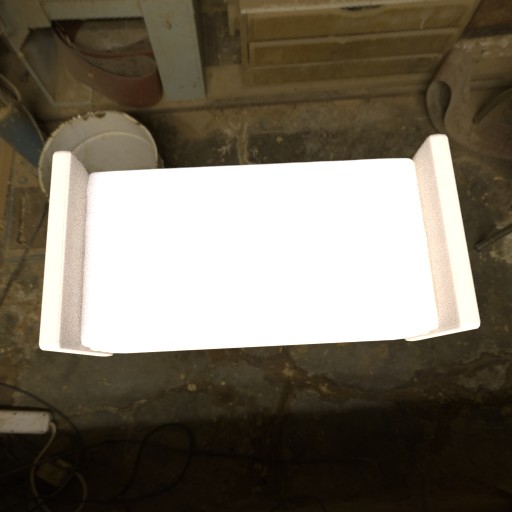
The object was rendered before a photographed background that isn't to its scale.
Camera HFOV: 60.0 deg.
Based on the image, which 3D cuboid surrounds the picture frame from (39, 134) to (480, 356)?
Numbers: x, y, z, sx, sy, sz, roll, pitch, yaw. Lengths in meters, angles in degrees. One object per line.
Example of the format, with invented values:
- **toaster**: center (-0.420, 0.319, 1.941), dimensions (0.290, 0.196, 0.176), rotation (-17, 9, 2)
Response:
- **picture frame**: center (0.000, 0.000, 2.711), dimensions (2.161, 0.891, 1.069), rotation (-3, 75, -1)
